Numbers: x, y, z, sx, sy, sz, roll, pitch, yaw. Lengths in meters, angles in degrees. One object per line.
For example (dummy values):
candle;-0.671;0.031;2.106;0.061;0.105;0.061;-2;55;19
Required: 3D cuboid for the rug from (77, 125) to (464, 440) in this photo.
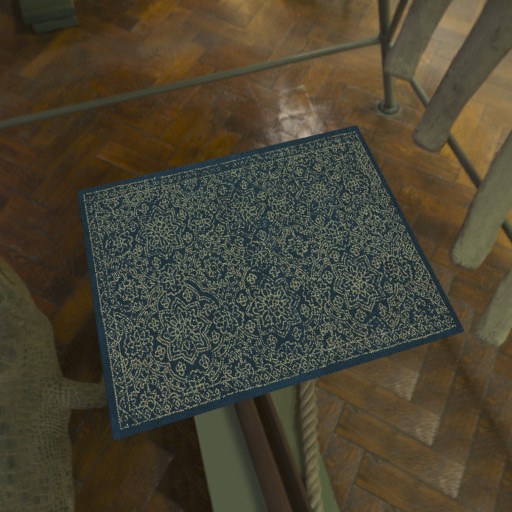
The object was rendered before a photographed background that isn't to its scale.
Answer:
rug;0.000;0.000;4.157;3.048;0.010;2.438;-15;65;-7
